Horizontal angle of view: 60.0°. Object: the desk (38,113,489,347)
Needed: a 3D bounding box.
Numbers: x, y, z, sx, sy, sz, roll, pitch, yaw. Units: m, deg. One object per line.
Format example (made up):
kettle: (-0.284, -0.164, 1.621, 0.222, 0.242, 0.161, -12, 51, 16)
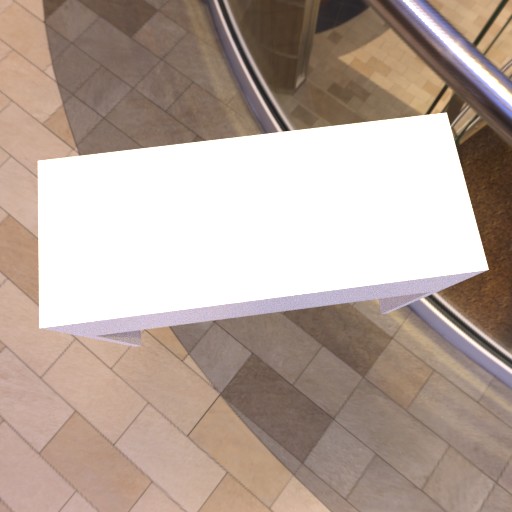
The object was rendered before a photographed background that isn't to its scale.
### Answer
desk: (0.000, 0.000, 1.410, 1.000, 0.790, 0.400, -7, 76, -2)
